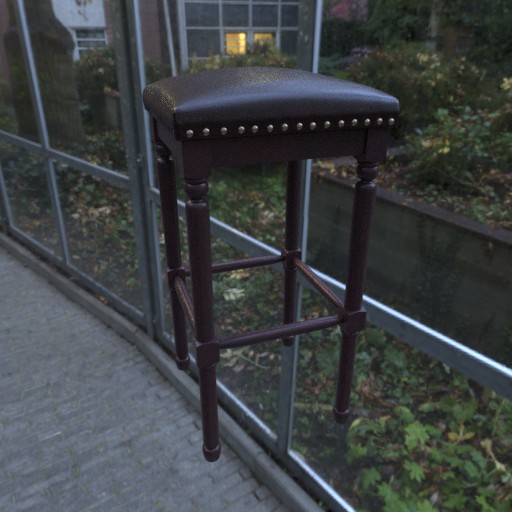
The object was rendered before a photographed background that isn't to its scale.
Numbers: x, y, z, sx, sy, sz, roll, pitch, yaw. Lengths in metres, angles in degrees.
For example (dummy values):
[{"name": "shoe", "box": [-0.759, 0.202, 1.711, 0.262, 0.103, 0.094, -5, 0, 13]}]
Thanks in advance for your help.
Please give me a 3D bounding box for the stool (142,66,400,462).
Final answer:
[{"name": "stool", "box": [0.000, 0.000, 0.977, 0.383, 0.768, 0.382, -9, 27, -18]}]
